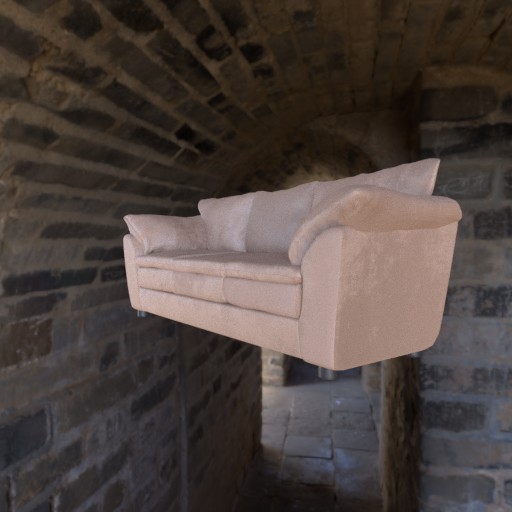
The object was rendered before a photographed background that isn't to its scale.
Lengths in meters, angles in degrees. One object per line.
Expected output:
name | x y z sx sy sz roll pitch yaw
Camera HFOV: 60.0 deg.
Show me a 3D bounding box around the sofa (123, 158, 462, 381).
sofa | 0.000 0.000 2.804 0.893 0.981 2.377 -1 2 -37
